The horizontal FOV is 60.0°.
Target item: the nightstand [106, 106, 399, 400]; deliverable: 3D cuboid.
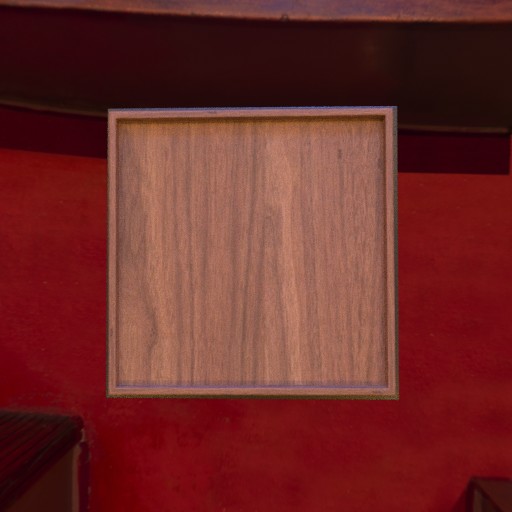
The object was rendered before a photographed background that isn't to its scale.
[{"bbox_3d":[0.000,0.000,0.867,0.397,0.607,0.397,0,89,1],"label":"nightstand"}]
